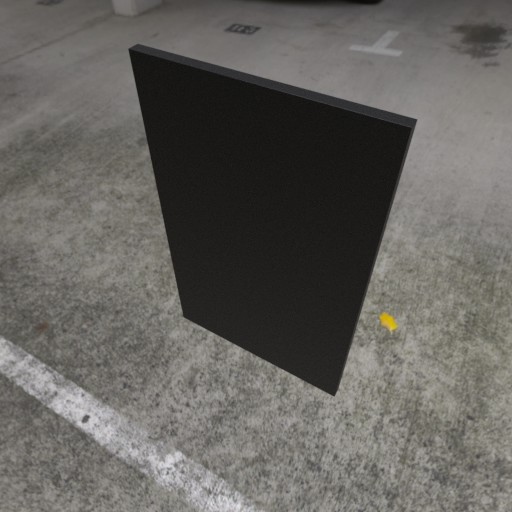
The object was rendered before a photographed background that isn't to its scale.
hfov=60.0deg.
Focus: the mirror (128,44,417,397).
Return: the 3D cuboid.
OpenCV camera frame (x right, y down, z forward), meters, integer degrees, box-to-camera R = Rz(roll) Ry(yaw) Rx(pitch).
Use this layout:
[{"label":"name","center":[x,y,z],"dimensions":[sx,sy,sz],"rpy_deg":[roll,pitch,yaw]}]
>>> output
[{"label":"mirror","center":[0.000,0.000,1.492],"dimensions":[0.762,1.219,0.038],"rpy_deg":[24,51,20]}]
